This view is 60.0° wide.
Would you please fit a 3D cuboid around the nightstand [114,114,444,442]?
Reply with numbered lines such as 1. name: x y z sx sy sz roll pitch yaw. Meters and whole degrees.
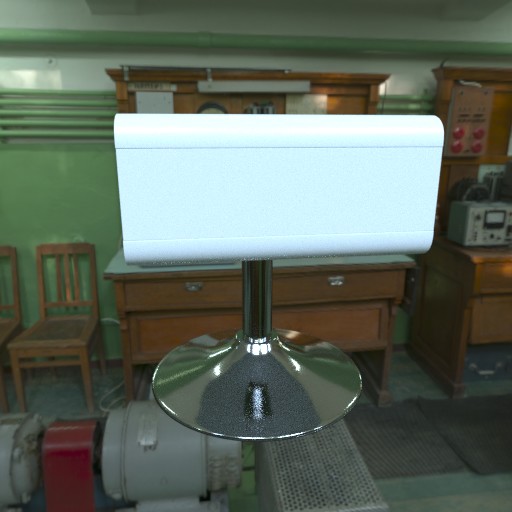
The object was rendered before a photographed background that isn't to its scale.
1. nightstand: 0.000 0.000 0.753 0.404 0.447 0.399 -2 16 -8
